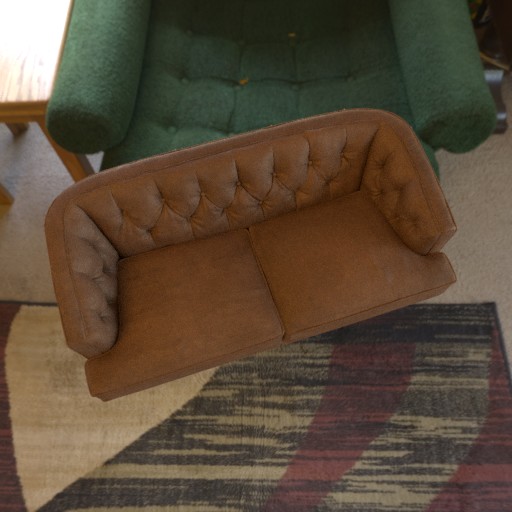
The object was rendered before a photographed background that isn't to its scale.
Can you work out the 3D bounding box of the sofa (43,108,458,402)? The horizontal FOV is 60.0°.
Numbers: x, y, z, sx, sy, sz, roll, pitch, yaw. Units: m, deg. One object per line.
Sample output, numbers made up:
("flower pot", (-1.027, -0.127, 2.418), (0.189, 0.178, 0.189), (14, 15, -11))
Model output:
("sofa", (0.000, 0.000, 2.201), (1.767, 0.799, 0.917), (-16, 66, -7))
